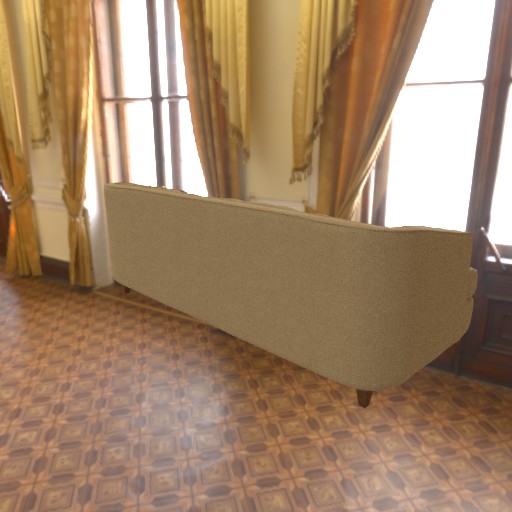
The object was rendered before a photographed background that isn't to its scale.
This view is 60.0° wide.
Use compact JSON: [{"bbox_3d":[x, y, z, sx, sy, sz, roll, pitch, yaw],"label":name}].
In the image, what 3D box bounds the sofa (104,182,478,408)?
[{"bbox_3d":[0.000,0.000,2.635,2.235,0.788,0.913,15,21,43],"label":"sofa"}]
